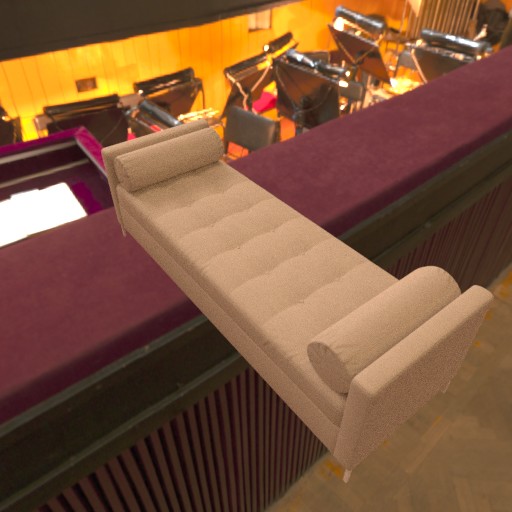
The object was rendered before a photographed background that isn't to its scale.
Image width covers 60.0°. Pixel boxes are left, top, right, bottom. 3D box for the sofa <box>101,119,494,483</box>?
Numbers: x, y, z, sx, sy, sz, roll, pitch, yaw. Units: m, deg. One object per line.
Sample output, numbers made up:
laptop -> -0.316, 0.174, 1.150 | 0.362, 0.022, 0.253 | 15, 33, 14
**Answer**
sofa -> 0.000, 0.000, 2.242 | 0.686, 0.635, 1.981 | -27, 47, -28
